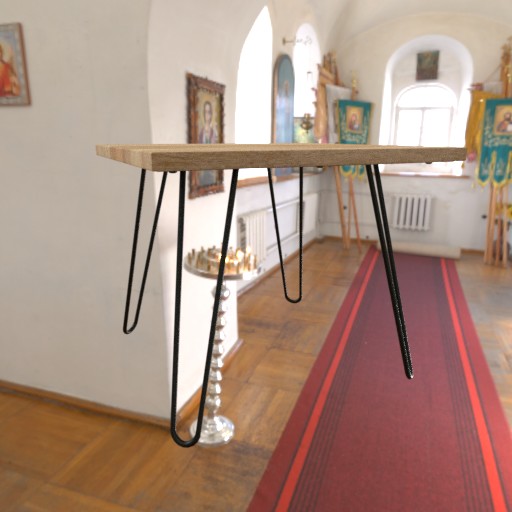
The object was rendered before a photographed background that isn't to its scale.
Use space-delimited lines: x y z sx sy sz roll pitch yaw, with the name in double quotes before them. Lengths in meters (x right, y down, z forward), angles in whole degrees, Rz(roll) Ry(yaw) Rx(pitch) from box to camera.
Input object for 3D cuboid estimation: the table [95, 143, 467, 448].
"table" 0.000 0.000 1.035 0.599 0.500 0.599 -7 17 -25
